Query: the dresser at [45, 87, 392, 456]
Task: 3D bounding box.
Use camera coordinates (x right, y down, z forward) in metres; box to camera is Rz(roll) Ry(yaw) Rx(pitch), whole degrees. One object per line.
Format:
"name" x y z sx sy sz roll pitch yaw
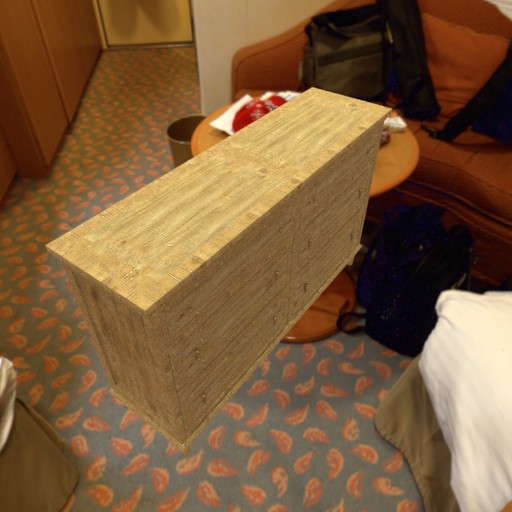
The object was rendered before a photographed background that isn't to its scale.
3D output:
"dresser" 0.000 0.000 2.129 0.457 1.016 1.626 26 48 26
